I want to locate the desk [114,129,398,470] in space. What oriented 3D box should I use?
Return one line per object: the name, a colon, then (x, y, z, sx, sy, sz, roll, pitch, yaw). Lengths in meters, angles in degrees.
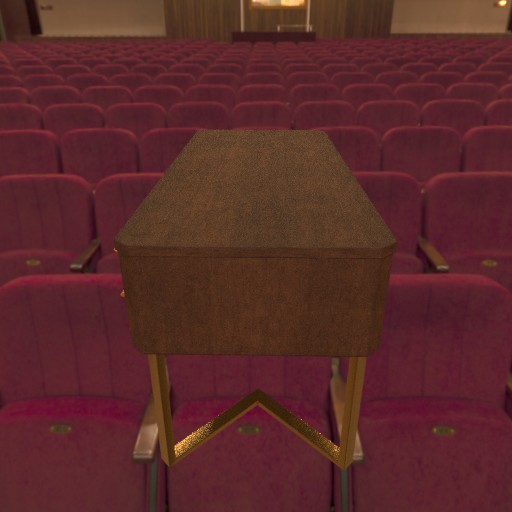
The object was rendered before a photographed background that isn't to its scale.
desk: (0.000, 0.000, 1.833, 0.684, 0.762, 1.479, 0, 26, 1)
